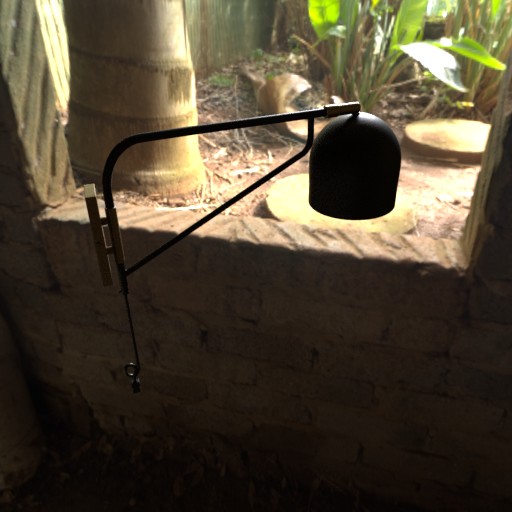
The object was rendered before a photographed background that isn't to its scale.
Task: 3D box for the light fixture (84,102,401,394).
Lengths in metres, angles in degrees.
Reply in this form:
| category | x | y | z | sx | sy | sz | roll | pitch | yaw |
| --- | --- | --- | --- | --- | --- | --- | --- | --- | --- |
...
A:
| category | x | y | z | sx | sy | sz | roll | pitch | yaw |
| --- | --- | --- | --- | --- | --- | --- | --- | --- | --- |
| light fixture | 0.000 | 0.000 | 1.089 | 0.720 | 0.696 | 0.215 | -10 | 32 | -17 |
